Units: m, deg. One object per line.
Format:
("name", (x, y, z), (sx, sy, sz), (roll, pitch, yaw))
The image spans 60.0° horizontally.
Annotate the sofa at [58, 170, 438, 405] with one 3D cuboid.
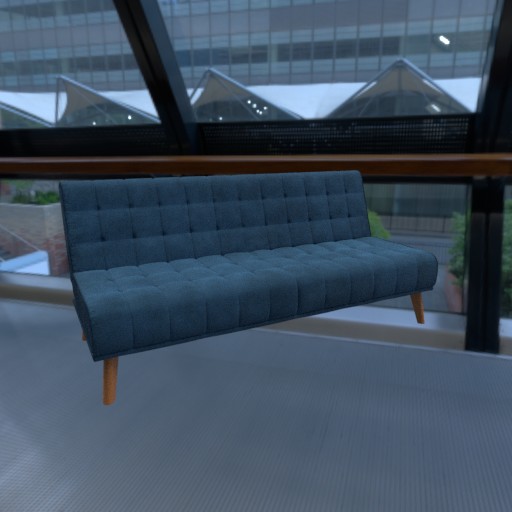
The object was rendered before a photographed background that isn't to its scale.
("sofa", (0.000, 0.000, 2.360), (1.804, 0.813, 0.855), (-7, 16, -27))
